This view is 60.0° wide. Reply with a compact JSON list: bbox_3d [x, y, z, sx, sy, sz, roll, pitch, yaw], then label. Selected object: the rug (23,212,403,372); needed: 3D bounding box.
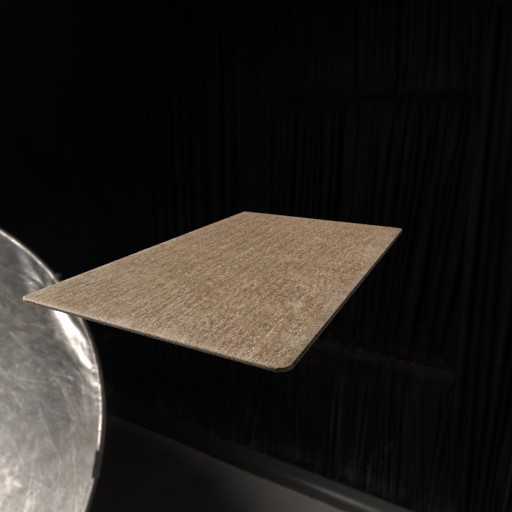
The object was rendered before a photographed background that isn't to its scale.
[{"bbox_3d":[0.000,0.000,3.040,1.539,0.024,2.469,9,20,26],"label":"rug"}]
